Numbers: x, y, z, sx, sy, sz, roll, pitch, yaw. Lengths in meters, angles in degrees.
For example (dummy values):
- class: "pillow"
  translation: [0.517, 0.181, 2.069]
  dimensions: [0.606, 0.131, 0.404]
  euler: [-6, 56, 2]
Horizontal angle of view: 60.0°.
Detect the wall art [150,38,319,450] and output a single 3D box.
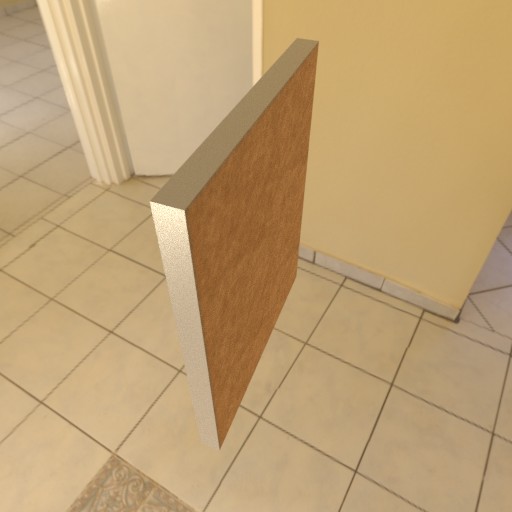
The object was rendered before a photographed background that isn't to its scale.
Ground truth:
- class: "wall art"
  translation: [0.000, 0.000, 0.753]
  dimensions: [0.037, 0.554, 0.453]
  euler: [15, 47, 15]
